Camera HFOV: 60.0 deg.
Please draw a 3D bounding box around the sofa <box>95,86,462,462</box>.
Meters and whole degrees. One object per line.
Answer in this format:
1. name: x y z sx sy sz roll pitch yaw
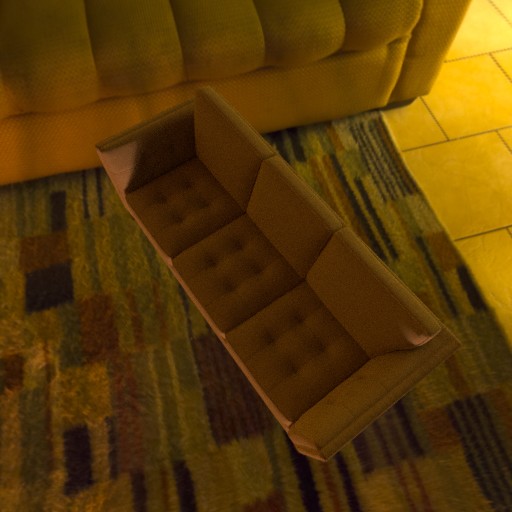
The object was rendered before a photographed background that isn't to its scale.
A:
1. sofa: 0.000 0.000 2.905 0.965 0.940 2.388 -33 67 -16
